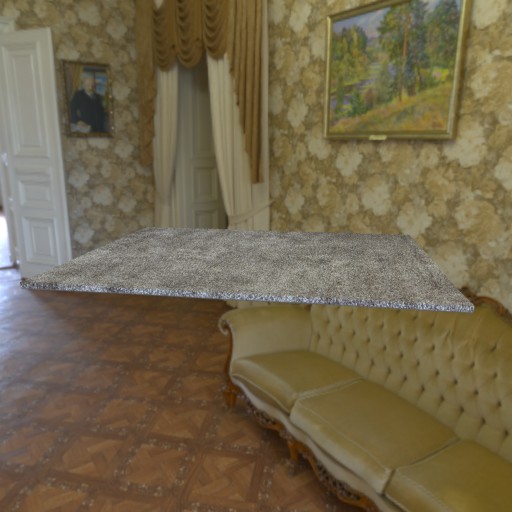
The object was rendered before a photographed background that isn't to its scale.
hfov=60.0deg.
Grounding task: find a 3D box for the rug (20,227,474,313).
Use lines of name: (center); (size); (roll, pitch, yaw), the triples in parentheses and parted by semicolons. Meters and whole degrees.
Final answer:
rug: (0.000, 0.000, 2.105); (1.601, 0.025, 1.198); (2, 14, 9)
